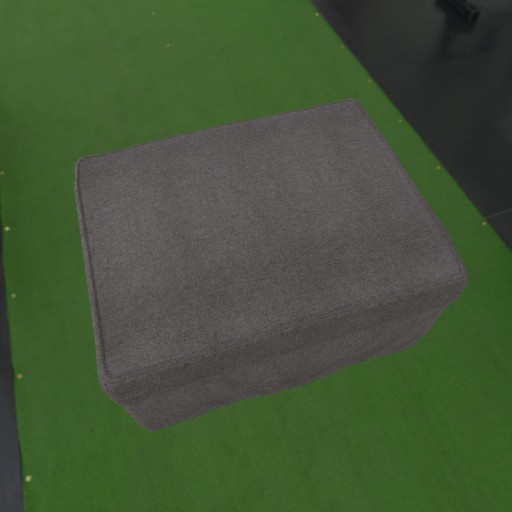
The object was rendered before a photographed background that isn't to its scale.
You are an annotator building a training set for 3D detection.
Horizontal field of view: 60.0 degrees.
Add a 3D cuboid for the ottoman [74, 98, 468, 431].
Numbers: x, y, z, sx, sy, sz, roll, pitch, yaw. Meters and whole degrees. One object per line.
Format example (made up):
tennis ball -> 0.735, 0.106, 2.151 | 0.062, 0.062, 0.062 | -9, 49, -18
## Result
ottoman -> 0.000, 0.000, 1.230 | 0.833, 0.492, 0.652 | -15, 59, -9
